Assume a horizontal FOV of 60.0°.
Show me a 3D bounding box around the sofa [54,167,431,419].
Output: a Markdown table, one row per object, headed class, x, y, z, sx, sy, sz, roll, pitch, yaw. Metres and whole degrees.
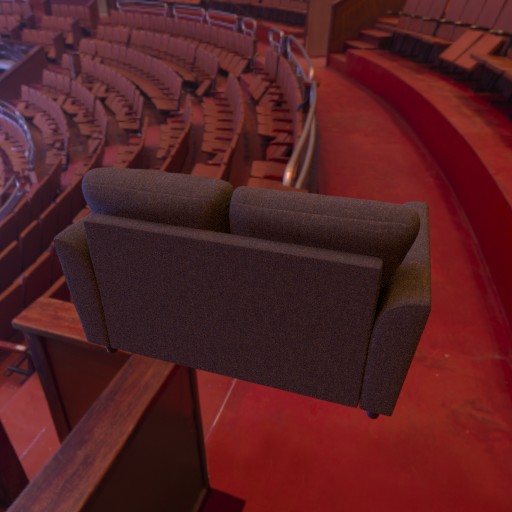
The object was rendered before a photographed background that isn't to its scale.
| class | x | y | z | sx | sy | sz | roll | pitch | yaw |
| --- | --- | --- | --- | --- | --- | --- | --- | --- | --- |
| sofa | 0.000 | 0.000 | 1.997 | 1.423 | 0.885 | 0.851 | 9 | 32 | 15 |
